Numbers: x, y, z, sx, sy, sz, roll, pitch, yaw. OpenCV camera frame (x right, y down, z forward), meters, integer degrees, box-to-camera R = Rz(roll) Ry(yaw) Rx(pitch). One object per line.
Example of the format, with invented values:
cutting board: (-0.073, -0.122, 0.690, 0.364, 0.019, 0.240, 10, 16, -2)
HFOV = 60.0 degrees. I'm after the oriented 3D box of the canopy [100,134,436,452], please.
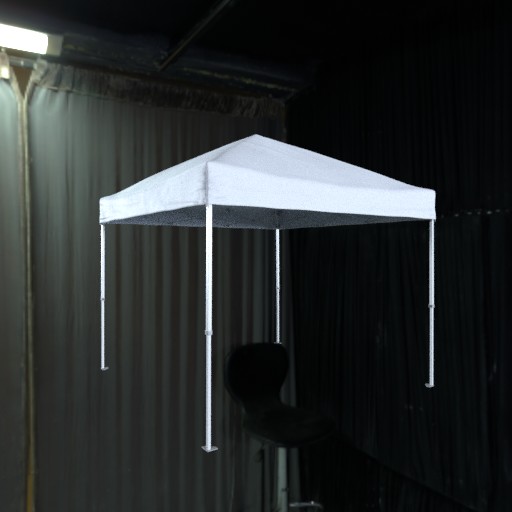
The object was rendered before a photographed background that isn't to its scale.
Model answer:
canopy: (0.000, 0.000, 5.488, 2.996, 2.997, 2.998, -1, 1, -35)
